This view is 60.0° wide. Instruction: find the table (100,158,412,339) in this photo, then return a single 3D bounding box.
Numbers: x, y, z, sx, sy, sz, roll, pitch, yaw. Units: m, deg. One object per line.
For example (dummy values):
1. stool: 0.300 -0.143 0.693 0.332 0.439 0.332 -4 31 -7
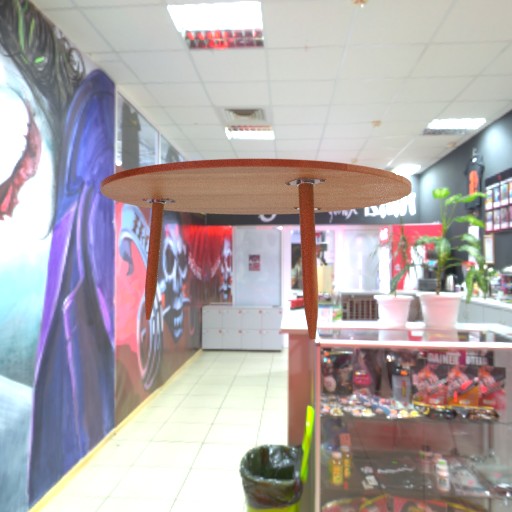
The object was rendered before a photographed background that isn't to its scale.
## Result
1. table: 0.000 0.000 1.356 0.900 0.400 0.900 0 -1 0
